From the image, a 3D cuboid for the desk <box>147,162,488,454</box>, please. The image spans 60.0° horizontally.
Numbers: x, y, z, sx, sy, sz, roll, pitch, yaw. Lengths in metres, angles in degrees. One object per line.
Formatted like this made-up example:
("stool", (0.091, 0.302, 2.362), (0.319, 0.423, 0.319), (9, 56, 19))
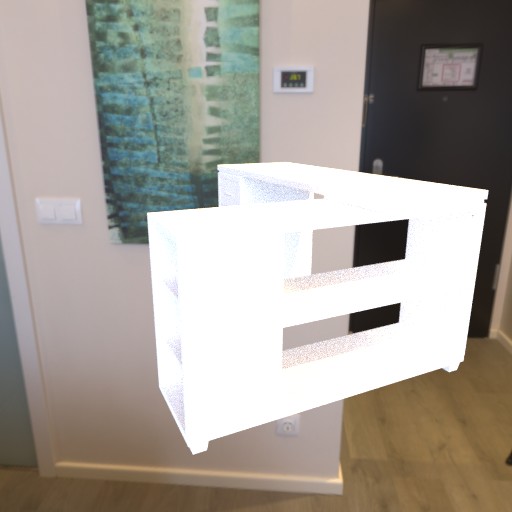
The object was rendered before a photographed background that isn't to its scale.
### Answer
("desk", (0.000, 0.000, 2.176), (1.199, 0.759, 1.524), (-8, 18, -25))
